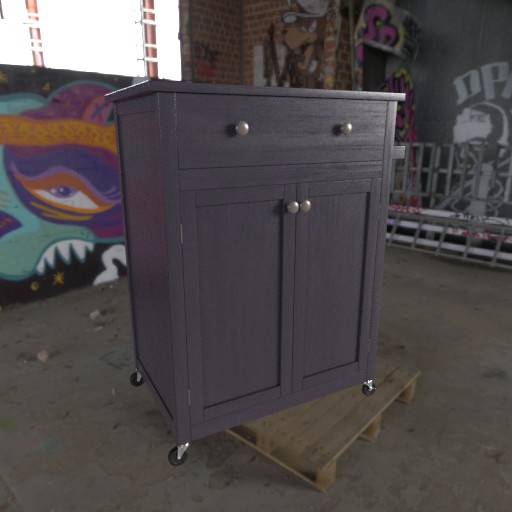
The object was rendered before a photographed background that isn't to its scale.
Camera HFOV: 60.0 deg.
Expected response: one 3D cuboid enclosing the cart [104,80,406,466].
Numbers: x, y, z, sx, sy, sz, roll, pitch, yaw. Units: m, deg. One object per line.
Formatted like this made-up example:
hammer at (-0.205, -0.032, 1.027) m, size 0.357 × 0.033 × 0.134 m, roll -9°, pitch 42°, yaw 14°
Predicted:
cart at (0.000, 0.000, 1.279) m, size 0.690 × 0.878 × 0.449 m, roll -8°, pitch 18°, yaw -27°
